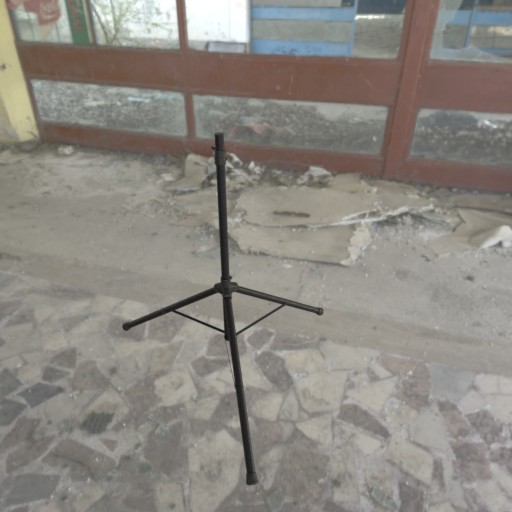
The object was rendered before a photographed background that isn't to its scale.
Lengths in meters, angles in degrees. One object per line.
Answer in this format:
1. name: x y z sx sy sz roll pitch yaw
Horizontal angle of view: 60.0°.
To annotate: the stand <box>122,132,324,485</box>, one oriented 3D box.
1. stand: 0.000 0.000 2.732 1.339 1.595 1.596 -22 38 -31
